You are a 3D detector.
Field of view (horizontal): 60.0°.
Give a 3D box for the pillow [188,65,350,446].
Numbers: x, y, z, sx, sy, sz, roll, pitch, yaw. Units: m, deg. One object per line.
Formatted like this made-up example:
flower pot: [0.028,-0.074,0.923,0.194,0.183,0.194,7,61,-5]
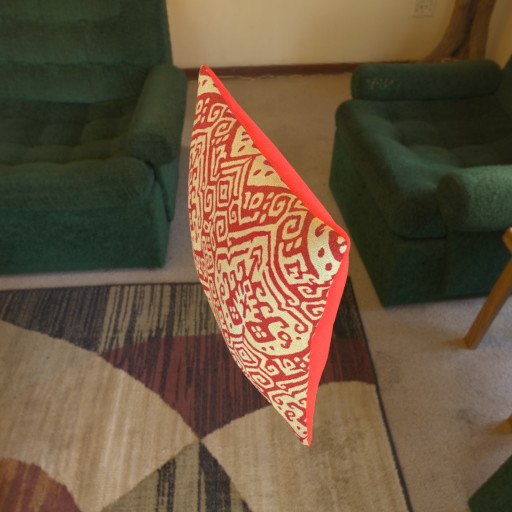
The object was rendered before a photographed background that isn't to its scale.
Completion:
pillow: [0.000,0.000,0.802,0.192,0.507,0.522,-15,46,-15]
